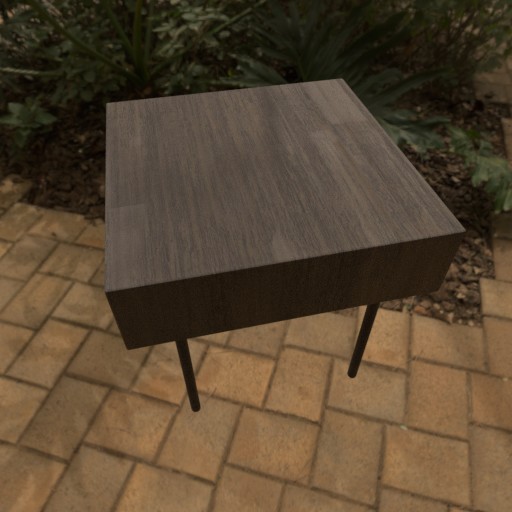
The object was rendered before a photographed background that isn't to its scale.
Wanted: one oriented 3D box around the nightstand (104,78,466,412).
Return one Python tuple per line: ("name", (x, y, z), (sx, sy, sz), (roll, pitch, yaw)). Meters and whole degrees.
("nightstand", (0.000, 0.000, 0.938), (0.503, 0.497, 0.502), (-9, 47, -9))
